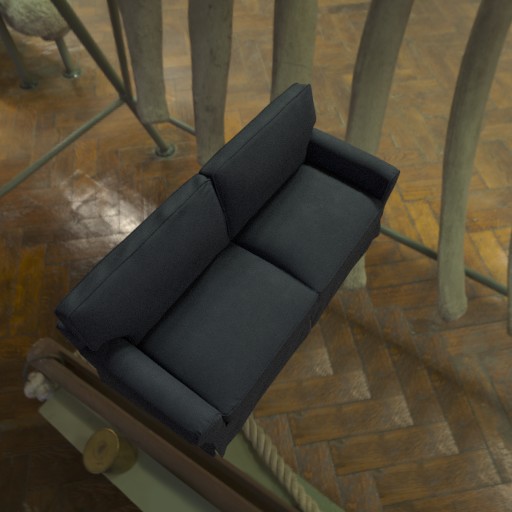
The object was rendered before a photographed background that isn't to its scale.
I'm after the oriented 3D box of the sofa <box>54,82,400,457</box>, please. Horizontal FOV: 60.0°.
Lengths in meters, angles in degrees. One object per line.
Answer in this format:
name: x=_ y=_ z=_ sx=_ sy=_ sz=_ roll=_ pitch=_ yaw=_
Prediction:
sofa: x=0.000 y=0.000 z=2.848 sx=0.983 sy=1.094 sz=2.256 roll=31 pitch=63 yaw=18
